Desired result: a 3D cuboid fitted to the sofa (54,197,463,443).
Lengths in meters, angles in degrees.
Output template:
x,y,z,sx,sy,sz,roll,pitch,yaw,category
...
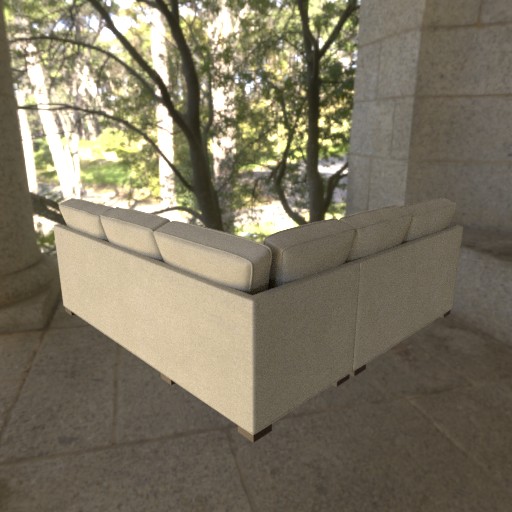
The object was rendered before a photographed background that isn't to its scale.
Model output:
x,y,z,sx,sy,sz,roll,pitch,yaw,category
0.000,0.000,3.374,2.188,0.936,2.211,-15,22,-43,sofa
